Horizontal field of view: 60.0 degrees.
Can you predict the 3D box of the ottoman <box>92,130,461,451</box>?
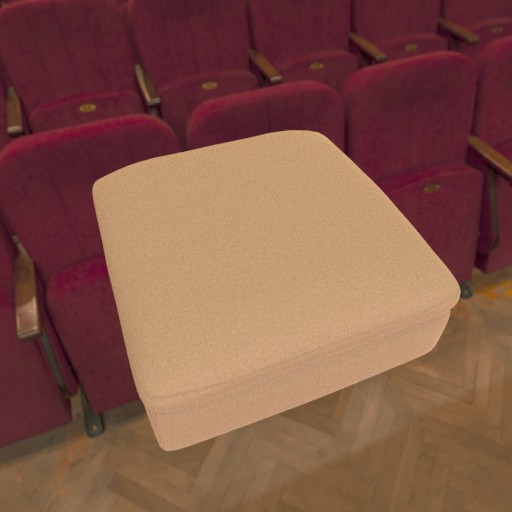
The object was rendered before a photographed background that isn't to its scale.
[{"bbox_3d":[0.000,0.000,1.565,0.977,0.467,0.996,-16,49,-15],"label":"ottoman"}]
